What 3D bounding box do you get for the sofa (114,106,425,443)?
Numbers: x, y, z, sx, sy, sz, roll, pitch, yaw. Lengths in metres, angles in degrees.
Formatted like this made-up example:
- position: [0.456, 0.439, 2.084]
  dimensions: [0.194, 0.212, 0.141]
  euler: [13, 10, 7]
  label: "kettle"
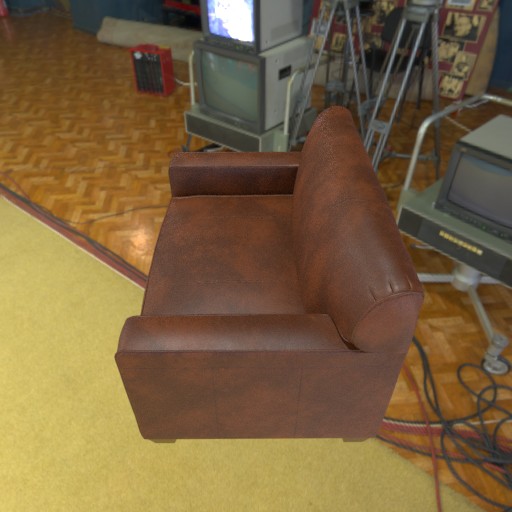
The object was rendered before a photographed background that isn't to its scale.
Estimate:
- position: [0.000, 0.000, 2.044]
  dimensions: [1.000, 0.956, 1.413]
  euler: [0, 40, 0]
  label: "sofa"
